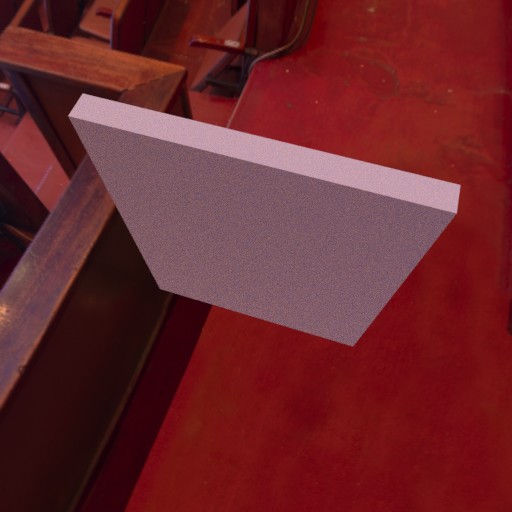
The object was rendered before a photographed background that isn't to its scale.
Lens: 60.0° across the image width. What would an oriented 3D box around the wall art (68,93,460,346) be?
[{"bbox_3d":[0.000,0.000,0.749,0.451,0.553,0.039,16,65,7],"label":"wall art"}]
